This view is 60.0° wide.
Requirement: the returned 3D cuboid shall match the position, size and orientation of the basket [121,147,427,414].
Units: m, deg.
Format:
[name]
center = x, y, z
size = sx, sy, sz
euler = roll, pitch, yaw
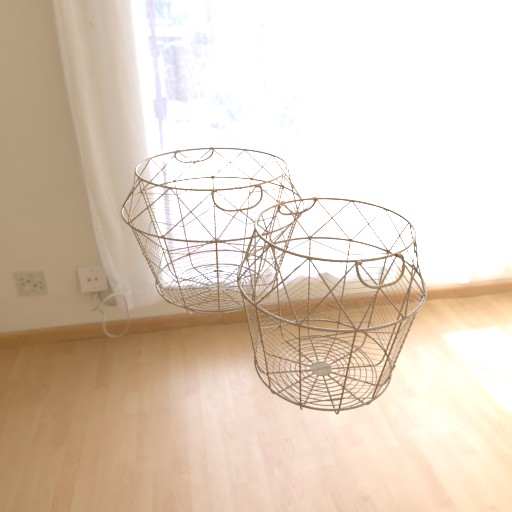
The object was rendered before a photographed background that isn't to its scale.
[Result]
[basket]
center = 0.000, 0.000, 1.014
size = 0.451, 0.343, 0.805
euler = -18, 32, -32
